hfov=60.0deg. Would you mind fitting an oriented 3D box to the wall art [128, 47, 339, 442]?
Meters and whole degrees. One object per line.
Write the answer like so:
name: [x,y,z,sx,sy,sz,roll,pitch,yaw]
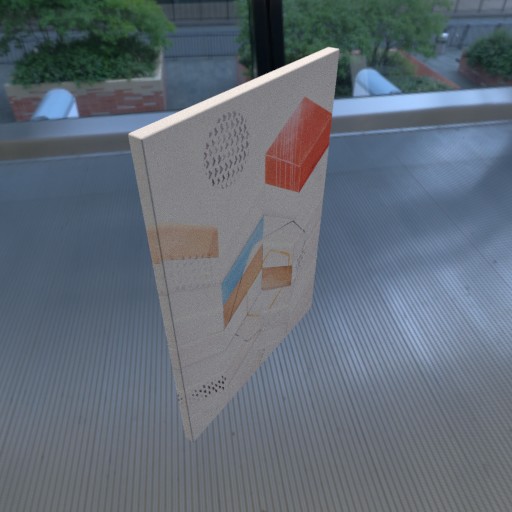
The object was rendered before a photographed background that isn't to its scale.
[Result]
wall art: [0.000,0.000,1.105,0.036,0.848,0.613,24,45,27]
